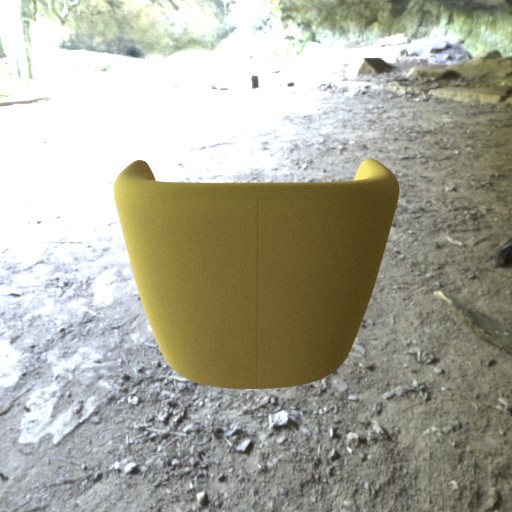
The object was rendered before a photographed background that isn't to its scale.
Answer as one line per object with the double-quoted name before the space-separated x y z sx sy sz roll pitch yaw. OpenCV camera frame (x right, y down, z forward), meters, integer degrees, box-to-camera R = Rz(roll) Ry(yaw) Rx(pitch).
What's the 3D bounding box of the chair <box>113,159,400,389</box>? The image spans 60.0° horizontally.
"chair" 0.000 0.000 1.338 0.773 0.698 0.767 0 29 -1
